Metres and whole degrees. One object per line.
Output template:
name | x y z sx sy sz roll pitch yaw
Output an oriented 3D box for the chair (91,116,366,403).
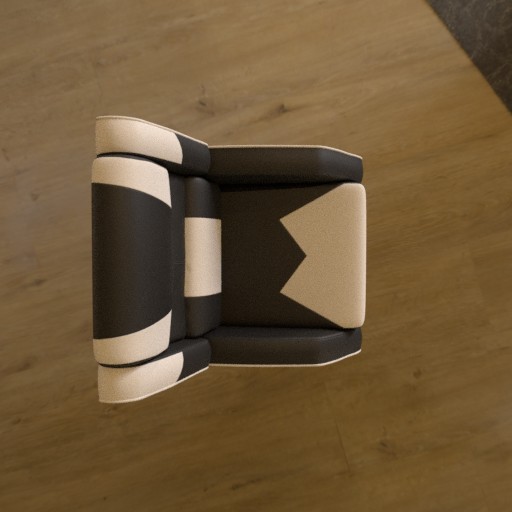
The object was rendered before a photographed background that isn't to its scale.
chair | 0.000 0.000 1.288 0.672 0.805 0.620 0 92 1
